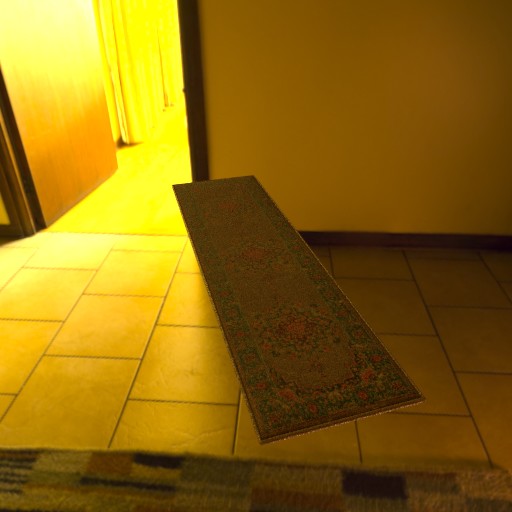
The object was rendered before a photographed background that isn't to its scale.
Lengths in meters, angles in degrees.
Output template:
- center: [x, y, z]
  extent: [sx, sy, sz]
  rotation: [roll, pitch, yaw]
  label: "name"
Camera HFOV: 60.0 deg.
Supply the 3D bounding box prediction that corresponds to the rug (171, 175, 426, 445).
- center: [0.000, 0.000, 2.512]
  extent: [0.659, 0.019, 2.297]
  rotation: [-9, 34, -14]
  label: "rug"
